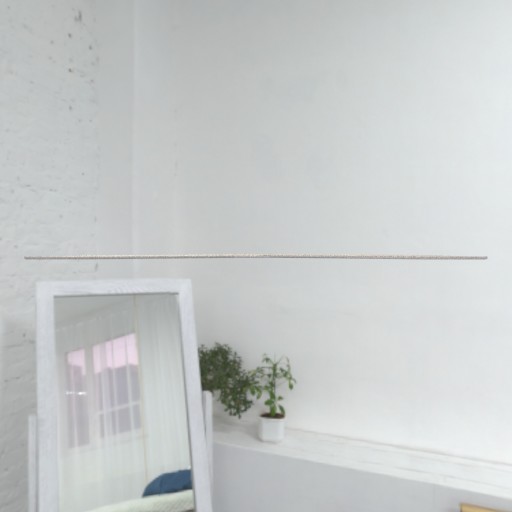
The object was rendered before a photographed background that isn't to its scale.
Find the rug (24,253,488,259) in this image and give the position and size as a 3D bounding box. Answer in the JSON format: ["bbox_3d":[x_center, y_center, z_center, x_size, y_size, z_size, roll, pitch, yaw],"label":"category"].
[{"bbox_3d":[0.000,0.000,3.029,2.342,0.030,1.609,0,0,1],"label":"rug"}]
